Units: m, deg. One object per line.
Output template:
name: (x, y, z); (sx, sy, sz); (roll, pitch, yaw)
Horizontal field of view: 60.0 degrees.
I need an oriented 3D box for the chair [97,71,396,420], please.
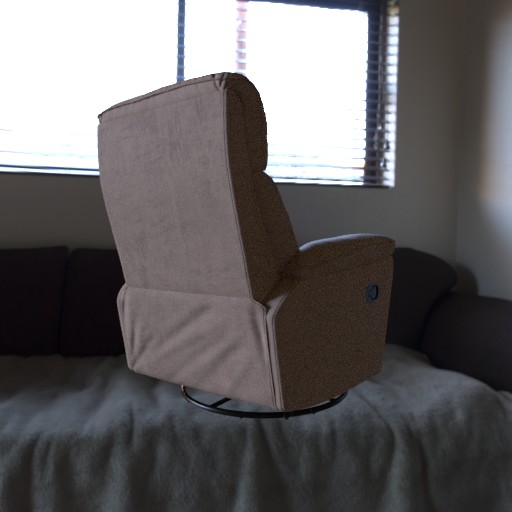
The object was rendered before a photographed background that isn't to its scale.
chair: (0.000, 0.000, 1.686); (0.820, 1.037, 1.004); (1, 2, 37)
